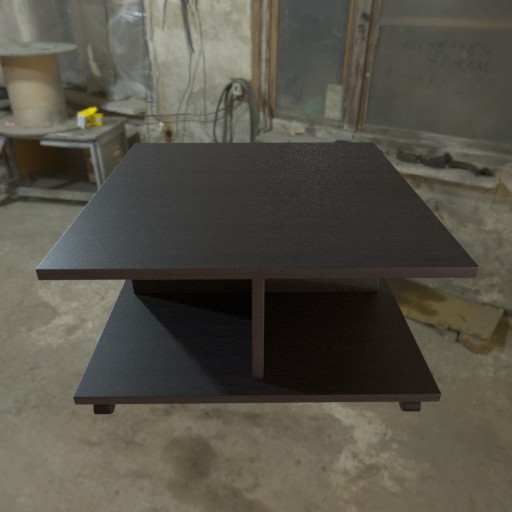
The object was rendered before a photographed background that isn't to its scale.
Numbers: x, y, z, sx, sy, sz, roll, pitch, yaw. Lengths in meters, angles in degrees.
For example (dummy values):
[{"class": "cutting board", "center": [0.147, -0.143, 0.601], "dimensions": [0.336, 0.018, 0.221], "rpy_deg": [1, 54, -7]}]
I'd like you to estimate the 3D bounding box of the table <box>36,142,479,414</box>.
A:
[{"class": "table", "center": [0.000, 0.000, 1.187], "dimensions": [0.762, 0.396, 0.762], "rpy_deg": [0, 30, -1]}]
